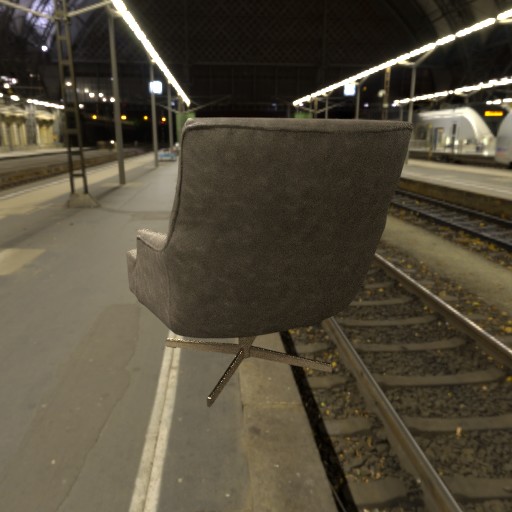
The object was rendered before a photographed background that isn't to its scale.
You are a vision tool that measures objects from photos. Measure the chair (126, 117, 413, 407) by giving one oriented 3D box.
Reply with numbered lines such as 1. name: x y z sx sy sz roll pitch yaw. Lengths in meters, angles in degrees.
1. chair: 0.000 0.000 1.514 0.738 0.870 0.874 -7 17 -26
